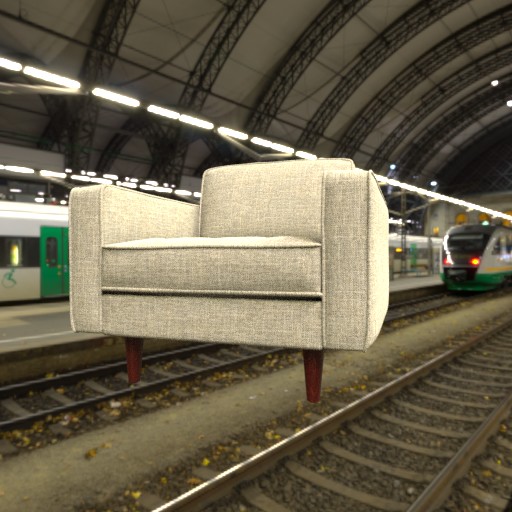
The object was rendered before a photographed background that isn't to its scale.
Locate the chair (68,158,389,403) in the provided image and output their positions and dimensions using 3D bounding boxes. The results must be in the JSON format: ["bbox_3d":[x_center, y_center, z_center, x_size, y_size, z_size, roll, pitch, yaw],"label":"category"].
[{"bbox_3d":[0.000,0.000,1.579,0.889,0.765,0.914,0,0,19],"label":"chair"}]
